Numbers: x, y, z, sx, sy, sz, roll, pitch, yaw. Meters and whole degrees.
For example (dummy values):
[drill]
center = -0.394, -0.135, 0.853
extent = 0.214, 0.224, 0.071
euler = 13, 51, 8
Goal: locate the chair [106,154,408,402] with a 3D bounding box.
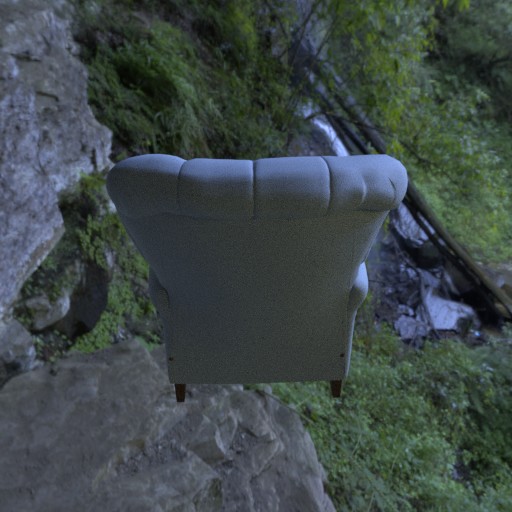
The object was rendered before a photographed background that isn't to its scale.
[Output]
[chair]
center = 0.000, 0.000, 2.135
extent = 1.090, 1.217, 1.128
euler = -1, 31, -2
